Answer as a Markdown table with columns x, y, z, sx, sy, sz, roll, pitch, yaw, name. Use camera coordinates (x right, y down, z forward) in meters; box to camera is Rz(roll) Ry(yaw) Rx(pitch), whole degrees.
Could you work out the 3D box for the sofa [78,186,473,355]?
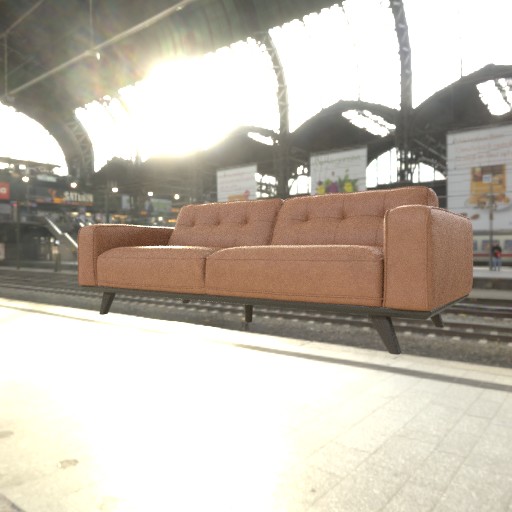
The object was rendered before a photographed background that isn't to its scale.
| x | y | z | sx | sy | sz | roll | pitch | yaw | name |
| --- | --- | --- | --- | --- | --- | --- | --- | --- | --- |
| 0.000 | 0.000 | 2.673 | 2.270 | 0.780 | 0.953 | 0 | 1 | 35 | sofa |
